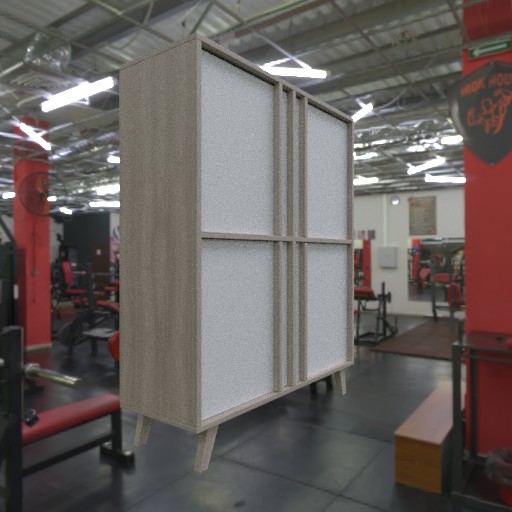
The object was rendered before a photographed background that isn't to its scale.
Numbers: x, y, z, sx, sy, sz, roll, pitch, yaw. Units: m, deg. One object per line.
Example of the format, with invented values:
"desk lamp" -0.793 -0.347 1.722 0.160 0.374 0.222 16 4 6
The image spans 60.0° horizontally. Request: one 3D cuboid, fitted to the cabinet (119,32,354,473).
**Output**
"cabinet" 0.000 0.000 1.932 0.398 1.388 1.111 0 0 38
